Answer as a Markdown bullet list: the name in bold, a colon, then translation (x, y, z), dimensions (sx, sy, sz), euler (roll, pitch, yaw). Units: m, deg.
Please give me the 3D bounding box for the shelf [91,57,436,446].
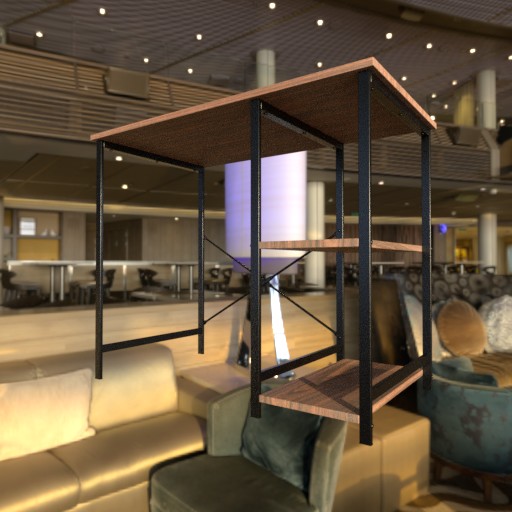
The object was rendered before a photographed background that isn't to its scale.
- **shelf**: translation (0.000, 0.000, 1.307), dimensions (0.902, 0.750, 0.498), euler (-1, -1, 35)
